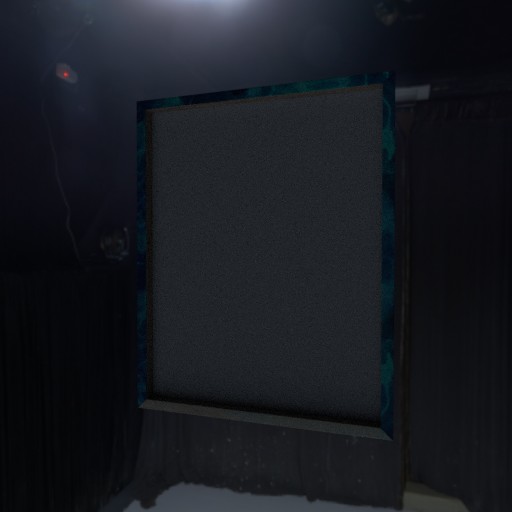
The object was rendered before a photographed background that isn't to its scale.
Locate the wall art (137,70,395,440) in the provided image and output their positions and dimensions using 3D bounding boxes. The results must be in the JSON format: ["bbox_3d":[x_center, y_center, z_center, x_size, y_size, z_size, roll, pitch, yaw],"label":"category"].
[{"bbox_3d":[0.000,0.000,1.023,0.609,0.760,0.038,0,1,18],"label":"wall art"}]
